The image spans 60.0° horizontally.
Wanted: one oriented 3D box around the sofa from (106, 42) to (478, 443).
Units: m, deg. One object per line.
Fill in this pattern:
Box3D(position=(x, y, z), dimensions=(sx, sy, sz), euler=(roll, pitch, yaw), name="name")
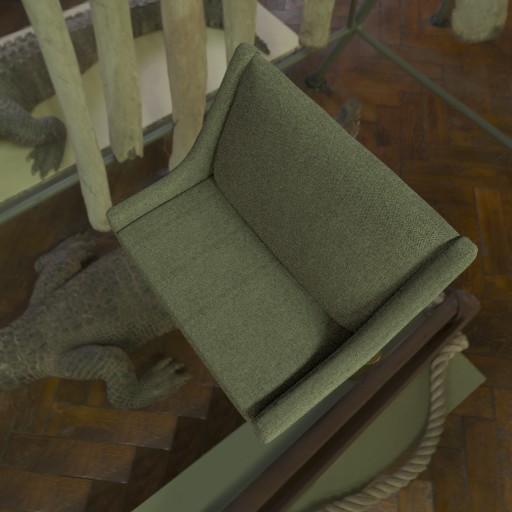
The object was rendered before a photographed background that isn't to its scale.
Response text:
Box3D(position=(0.000, 0.000, 1.921), dimensions=(0.870, 1.021, 1.242), euler=(-34, 68, -16), name="sofa")
